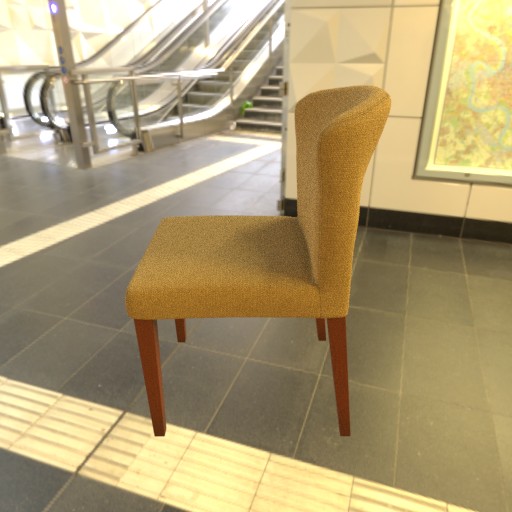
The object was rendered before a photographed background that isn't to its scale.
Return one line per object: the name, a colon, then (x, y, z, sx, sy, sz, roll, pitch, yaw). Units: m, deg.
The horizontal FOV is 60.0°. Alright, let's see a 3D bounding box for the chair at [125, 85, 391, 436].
chair: (0.000, 0.000, 1.176, 0.589, 0.839, 0.491, 0, 25, -1)
